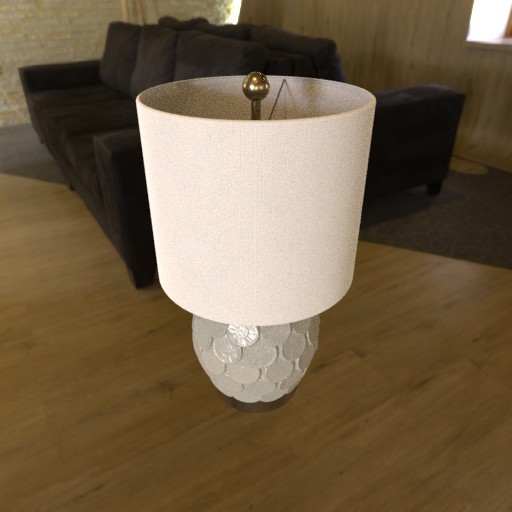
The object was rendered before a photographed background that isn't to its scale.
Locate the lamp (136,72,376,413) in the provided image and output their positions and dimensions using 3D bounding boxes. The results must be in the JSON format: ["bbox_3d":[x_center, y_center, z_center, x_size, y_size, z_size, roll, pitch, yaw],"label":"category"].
[{"bbox_3d":[0.000,0.000,0.584,0.254,0.452,0.254,0,30,0],"label":"lamp"}]
